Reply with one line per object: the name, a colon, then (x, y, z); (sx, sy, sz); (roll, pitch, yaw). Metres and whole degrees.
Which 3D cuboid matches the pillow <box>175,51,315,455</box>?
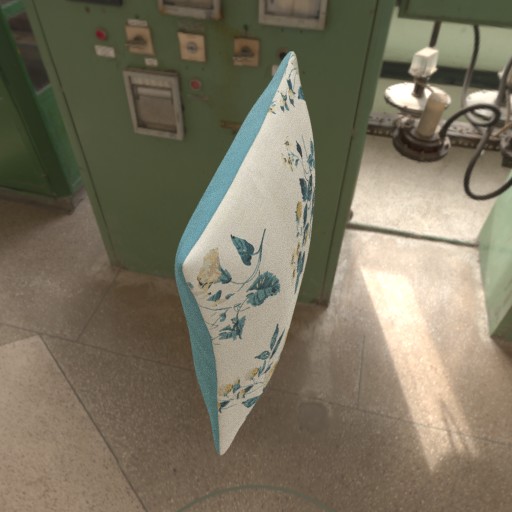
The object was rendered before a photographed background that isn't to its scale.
pillow: (0.000, 0.000, 0.785); (0.166, 0.507, 0.526); (11, 48, 10)
